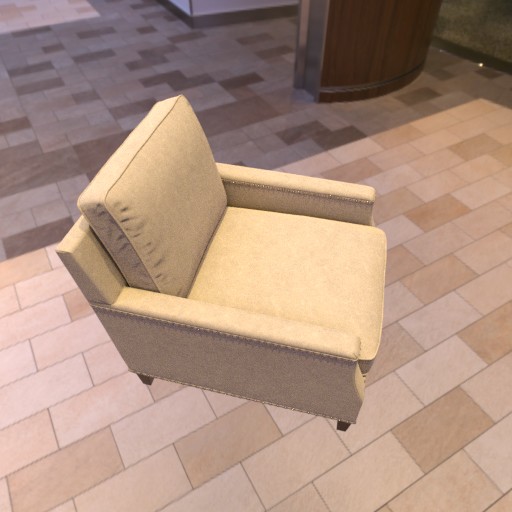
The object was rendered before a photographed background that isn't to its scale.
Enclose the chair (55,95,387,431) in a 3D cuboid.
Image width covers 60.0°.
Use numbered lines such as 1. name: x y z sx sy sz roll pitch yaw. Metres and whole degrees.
1. chair: 0.000 0.000 1.727 1.014 0.943 0.853 10 47 9
